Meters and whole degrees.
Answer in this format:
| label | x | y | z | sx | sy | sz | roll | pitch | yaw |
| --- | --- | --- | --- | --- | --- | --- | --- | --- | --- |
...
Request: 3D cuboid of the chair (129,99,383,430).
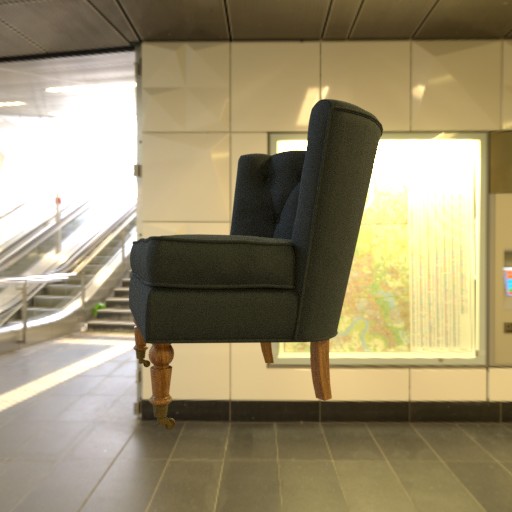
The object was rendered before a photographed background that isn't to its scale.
| label | x | y | z | sx | sy | sz | roll | pitch | yaw |
| --- | --- | --- | --- | --- | --- | --- | --- | --- | --- |
| chair | 0.000 | 0.000 | 1.358 | 0.718 | 0.771 | 0.740 | 0 | 1 | -19 |
